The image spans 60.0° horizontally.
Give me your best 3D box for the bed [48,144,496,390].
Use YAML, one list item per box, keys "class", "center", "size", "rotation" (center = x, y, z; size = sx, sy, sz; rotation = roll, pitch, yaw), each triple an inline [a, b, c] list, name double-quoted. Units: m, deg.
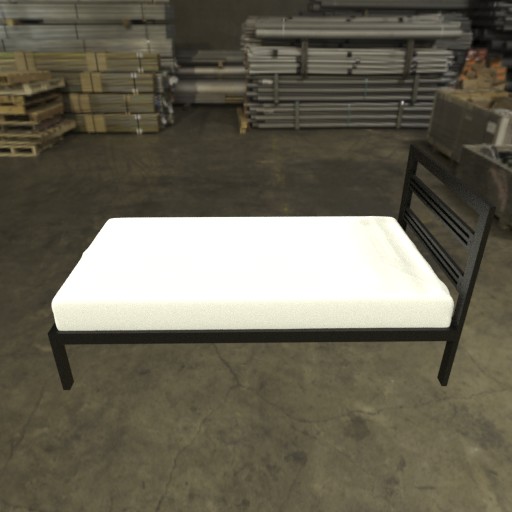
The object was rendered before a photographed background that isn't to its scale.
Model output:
- class: "bed"
  center: [0.000, 0.000, 2.422]
  size: [1.930, 0.967, 0.991]
  rotation: [0, 28, -1]
